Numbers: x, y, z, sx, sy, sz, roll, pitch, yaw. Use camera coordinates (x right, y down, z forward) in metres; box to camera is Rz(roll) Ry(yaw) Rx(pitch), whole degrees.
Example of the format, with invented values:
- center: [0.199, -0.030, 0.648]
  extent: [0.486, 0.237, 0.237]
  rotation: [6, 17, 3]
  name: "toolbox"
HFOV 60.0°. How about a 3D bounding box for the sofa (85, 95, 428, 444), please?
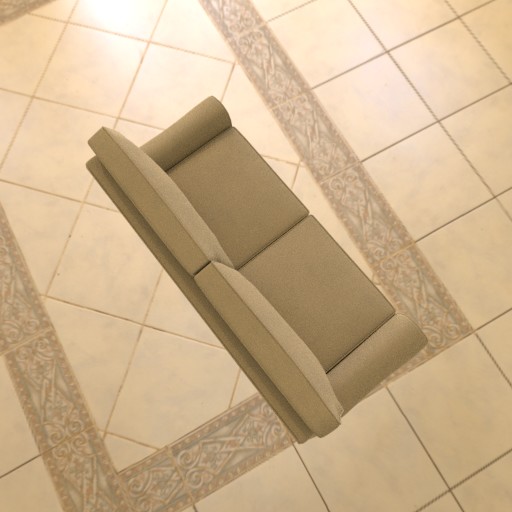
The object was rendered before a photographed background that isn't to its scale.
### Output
- center: [0.000, 0.000, 2.381]
  extent: [0.841, 1.024, 1.823]
  rotation: [-38, 79, -9]
  name: "sofa"
